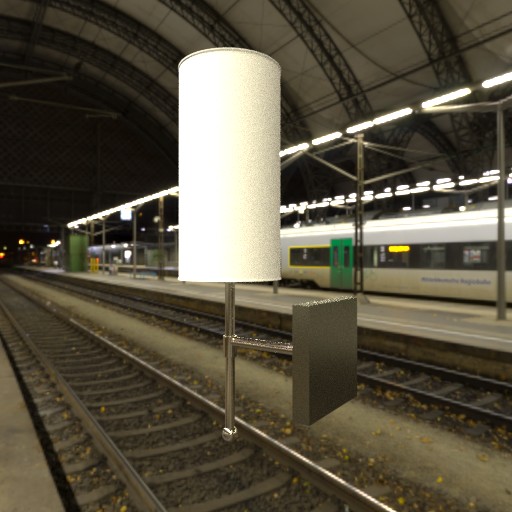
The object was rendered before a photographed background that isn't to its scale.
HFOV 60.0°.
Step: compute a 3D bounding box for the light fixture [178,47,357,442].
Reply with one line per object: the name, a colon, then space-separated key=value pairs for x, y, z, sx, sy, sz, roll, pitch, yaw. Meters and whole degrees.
light fixture: x=0.000 y=0.000 z=0.531 sx=0.208 sy=0.462 sz=0.128 roll=0 pitch=0 yaw=36
